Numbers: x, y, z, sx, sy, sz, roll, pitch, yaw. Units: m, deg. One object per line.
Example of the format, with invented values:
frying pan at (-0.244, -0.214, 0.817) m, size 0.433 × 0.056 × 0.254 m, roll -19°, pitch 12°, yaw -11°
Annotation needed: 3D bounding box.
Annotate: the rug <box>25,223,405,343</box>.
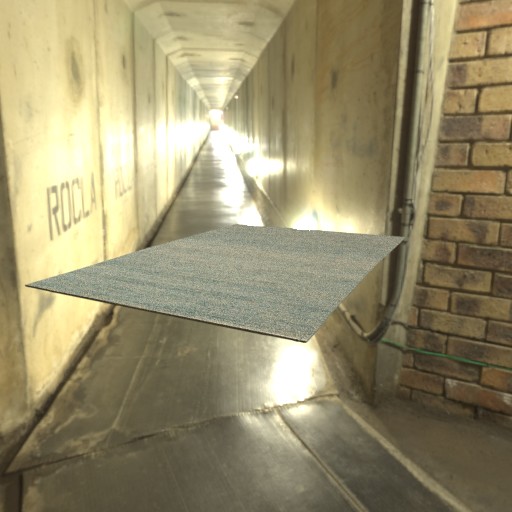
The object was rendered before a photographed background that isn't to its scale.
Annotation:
rug at (0.000, 0.000, 5.283) m, size 2.802 × 0.052 × 4.078 m, roll 7°, pitch 15°, yaw 26°
